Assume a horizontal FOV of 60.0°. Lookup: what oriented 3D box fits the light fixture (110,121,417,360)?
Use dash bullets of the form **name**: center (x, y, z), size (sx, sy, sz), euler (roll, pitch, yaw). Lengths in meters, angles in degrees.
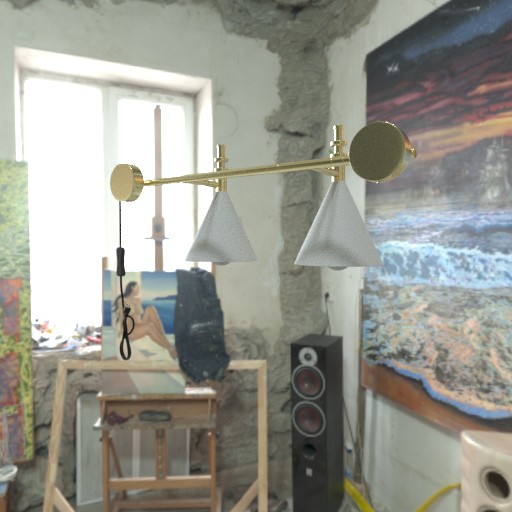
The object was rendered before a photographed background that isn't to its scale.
- **light fixture**: center (0.000, 0.000, 0.854), size (0.642, 0.468, 0.239), euler (1, 2, 36)
